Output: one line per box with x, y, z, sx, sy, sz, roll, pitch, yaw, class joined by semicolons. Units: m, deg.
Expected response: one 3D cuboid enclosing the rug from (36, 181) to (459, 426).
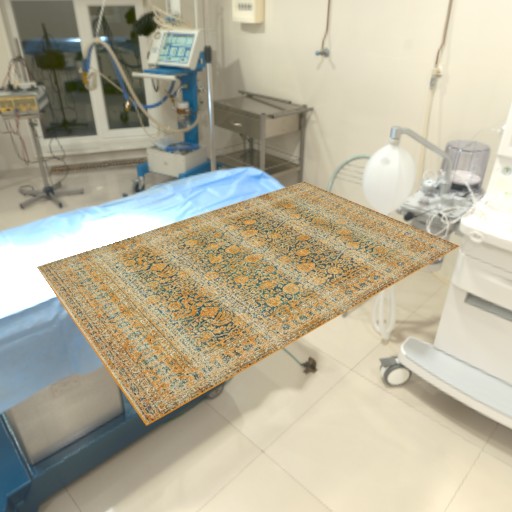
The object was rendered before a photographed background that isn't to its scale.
0.000;0.000;2.912;2.336;0.007;1.525;-22;37;-32;rug
